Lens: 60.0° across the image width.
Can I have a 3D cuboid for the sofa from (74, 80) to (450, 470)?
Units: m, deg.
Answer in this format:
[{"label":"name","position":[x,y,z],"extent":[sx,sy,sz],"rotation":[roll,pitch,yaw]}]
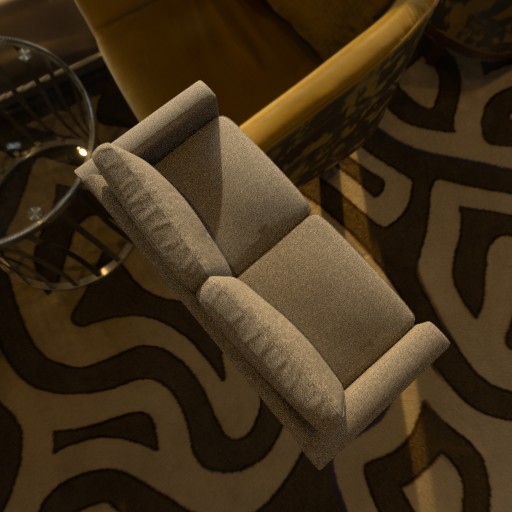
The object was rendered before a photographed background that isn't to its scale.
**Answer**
[{"label":"sofa","position":[0.000,0.000,2.640],"extent":[1.016,0.873,2.179],"rotation":[-40,79,-9]}]
